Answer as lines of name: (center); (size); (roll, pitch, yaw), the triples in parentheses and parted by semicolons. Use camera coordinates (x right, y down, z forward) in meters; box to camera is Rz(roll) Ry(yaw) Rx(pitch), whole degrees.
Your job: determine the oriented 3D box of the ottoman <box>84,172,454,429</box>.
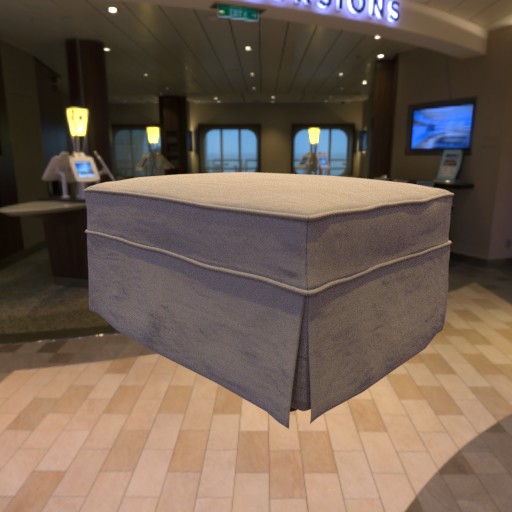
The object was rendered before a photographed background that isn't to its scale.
ottoman: (0.000, 0.000, 1.323); (0.944, 0.479, 0.703); (13, 18, 43)
